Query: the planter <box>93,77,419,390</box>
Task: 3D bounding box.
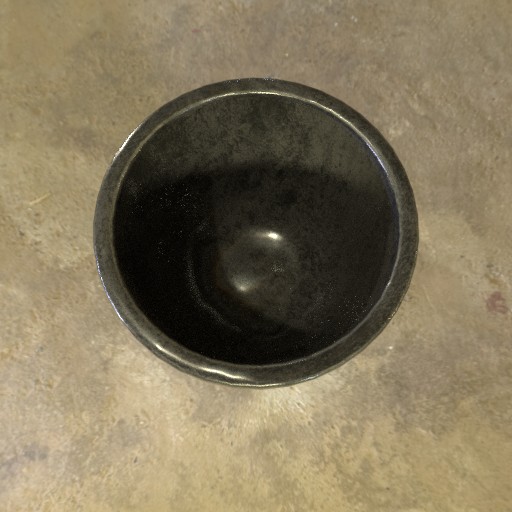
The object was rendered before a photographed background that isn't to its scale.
[{"bbox_3d":[0.000,0.000,0.249,0.140,0.129,0.140,0,75,0],"label":"planter"}]
